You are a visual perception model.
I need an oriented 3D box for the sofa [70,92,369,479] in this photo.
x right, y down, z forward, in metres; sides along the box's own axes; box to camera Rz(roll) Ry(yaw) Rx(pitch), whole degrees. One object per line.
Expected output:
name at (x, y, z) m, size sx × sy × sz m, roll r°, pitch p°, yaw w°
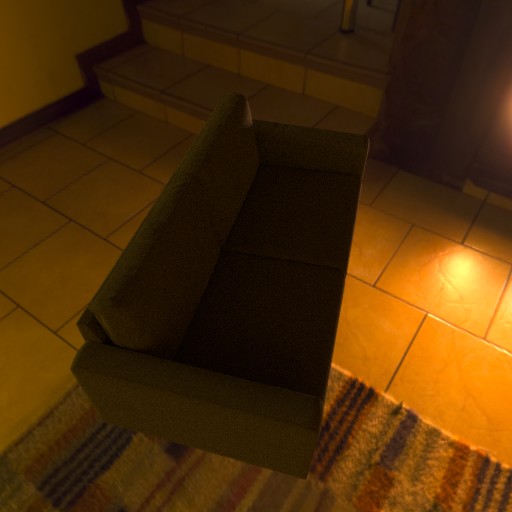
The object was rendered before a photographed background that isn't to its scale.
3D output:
sofa at (0.000, 0.000, 2.163) m, size 0.889 × 0.897 × 1.730 m, roll 11°, pitch 48°, yaw 10°
